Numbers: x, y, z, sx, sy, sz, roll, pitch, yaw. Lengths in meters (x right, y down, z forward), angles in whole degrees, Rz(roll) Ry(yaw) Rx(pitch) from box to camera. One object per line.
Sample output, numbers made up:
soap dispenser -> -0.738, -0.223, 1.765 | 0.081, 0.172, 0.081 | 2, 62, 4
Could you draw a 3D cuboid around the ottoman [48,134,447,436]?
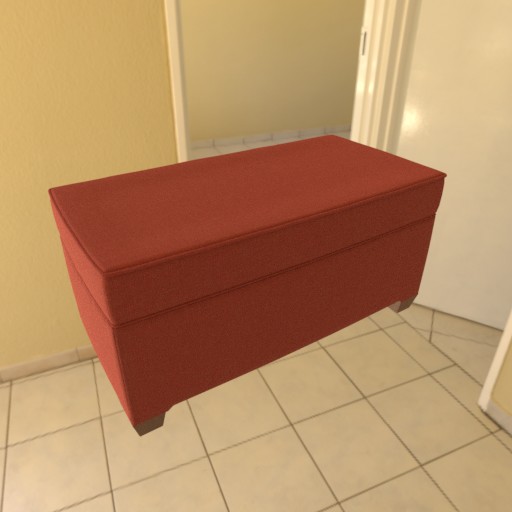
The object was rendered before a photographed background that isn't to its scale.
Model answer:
ottoman -> 0.000, 0.000, 1.248 | 0.948, 0.454, 0.497 | -18, 35, -28
